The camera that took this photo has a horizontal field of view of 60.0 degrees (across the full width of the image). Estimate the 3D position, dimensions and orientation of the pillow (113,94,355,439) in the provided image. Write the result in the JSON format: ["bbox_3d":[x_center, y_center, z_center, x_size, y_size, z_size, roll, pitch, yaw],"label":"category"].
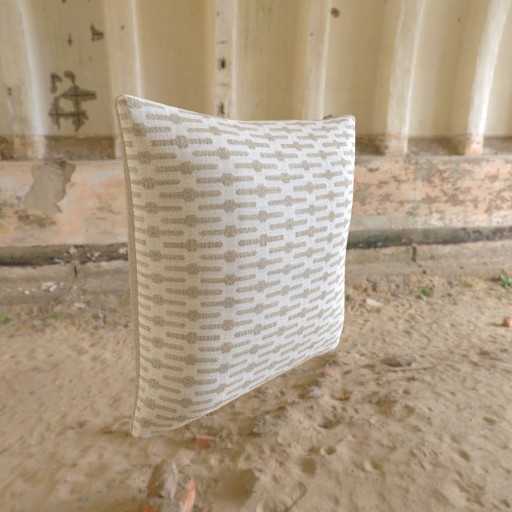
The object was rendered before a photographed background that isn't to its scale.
[{"bbox_3d":[0.000,0.000,0.768,0.496,0.491,0.219,-13,19,-43],"label":"pillow"}]
